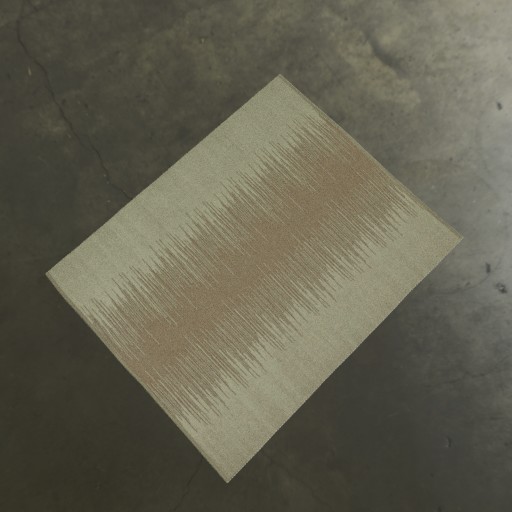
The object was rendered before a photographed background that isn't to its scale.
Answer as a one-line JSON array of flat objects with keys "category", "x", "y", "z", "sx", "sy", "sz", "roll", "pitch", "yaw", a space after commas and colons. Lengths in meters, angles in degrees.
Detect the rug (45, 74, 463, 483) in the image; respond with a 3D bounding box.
[{"category": "rug", "x": 0.000, "y": 0.000, "z": 4.103, "sx": 3.048, "sy": 0.013, "sz": 2.438, "roll": -43, "pitch": 80, "yaw": -10}]
